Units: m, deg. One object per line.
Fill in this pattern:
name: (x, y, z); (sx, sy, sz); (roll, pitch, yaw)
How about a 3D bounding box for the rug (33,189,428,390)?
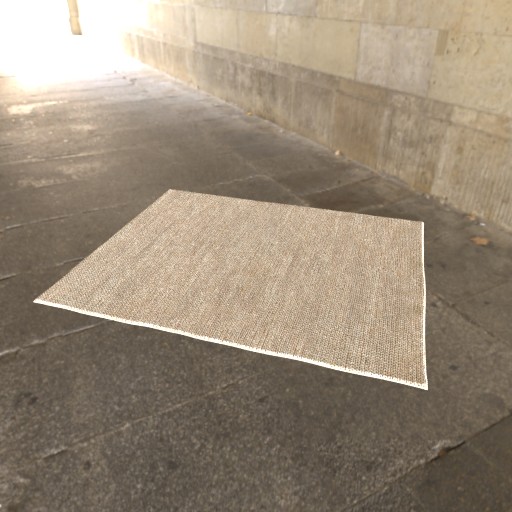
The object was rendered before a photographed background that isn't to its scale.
rug: (0.000, 0.000, 4.196); (3.052, 0.030, 2.429); (9, 33, 15)
